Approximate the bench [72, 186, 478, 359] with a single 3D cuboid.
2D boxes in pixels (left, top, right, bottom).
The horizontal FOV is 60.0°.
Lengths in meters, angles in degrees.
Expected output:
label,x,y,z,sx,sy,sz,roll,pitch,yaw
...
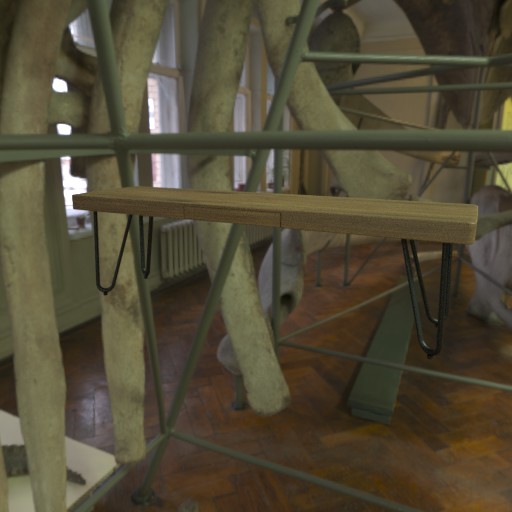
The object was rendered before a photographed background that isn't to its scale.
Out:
label,x,y,z,sx,sy,sz,roll,pitch,yaw
bench,0.000,0.000,1.800,1.570,0.462,0.425,7,16,25
